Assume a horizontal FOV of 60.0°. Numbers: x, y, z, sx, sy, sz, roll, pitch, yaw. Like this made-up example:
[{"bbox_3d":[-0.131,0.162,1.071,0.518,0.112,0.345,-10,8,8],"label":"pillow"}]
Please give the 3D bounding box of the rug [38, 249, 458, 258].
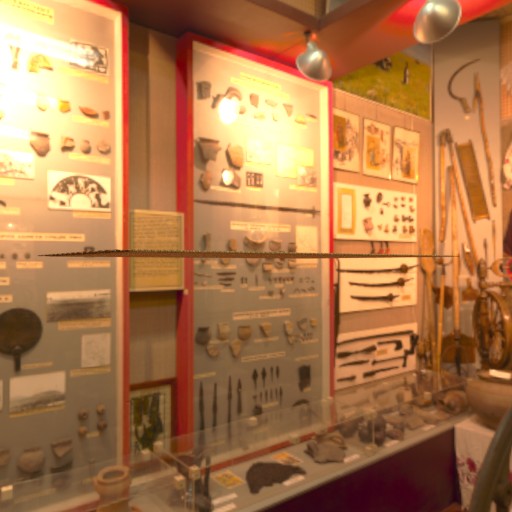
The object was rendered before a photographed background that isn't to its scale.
[{"bbox_3d":[0.000,0.000,2.997,2.435,0.010,1.544,1,-1,-36],"label":"rug"}]
